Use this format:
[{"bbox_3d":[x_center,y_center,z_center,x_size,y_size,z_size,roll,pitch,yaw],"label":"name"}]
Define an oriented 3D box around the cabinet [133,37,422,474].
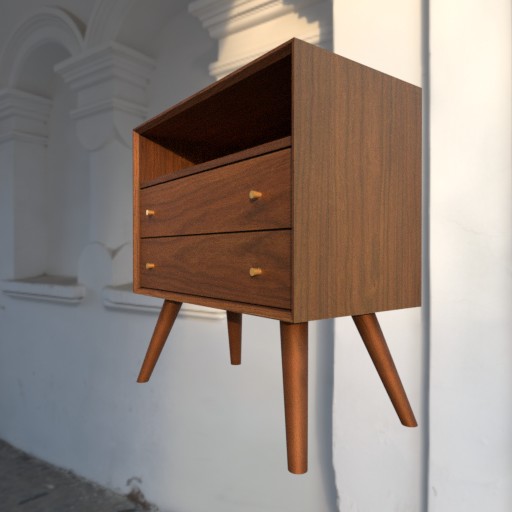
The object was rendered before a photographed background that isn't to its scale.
[{"bbox_3d":[0.000,0.000,1.150,0.388,0.748,0.712,0,1,-37],"label":"cabinet"}]
